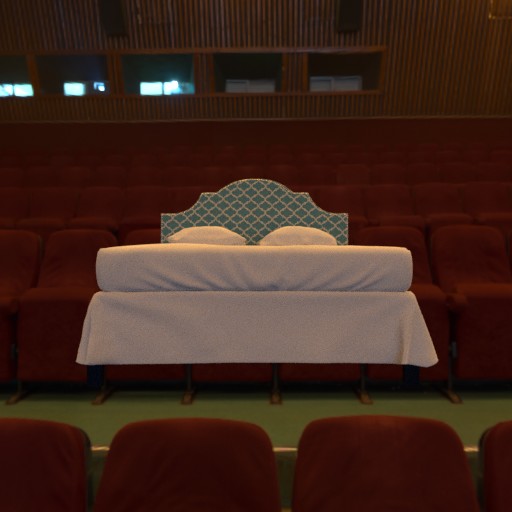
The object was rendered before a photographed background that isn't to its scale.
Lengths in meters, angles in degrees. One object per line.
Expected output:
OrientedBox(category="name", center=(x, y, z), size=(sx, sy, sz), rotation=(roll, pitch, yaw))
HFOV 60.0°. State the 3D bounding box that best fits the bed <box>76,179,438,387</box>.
OrientedBox(category="bed", center=(0.000, 0.000, 3.715), size=(2.314, 1.601, 2.222), rotation=(0, 0, 0))
